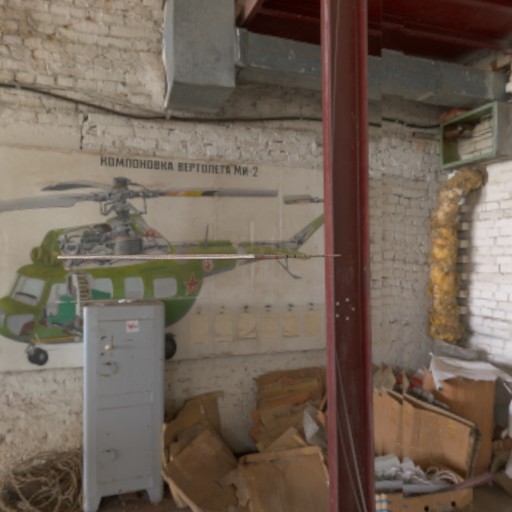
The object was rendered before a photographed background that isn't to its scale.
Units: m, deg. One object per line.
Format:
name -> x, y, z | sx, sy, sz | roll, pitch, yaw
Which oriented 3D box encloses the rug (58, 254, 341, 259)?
rug -> 0.000, 0.000, 2.627 | 0.744, 0.022, 2.419 | 0, 0, 17
